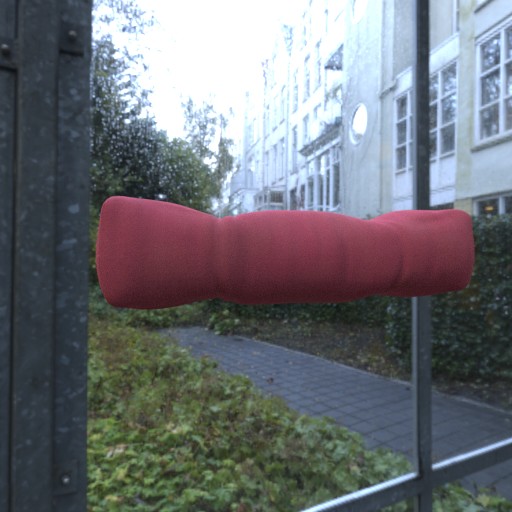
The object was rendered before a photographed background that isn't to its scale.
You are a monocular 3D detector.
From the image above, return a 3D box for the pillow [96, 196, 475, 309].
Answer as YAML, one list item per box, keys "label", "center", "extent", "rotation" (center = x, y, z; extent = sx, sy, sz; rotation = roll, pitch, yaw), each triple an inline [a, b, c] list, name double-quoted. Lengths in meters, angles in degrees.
- label: "pillow"
  center: [0.000, 0.000, 0.733]
  extent: [0.490, 0.128, 0.468]
  rotation: [0, -1, -18]
